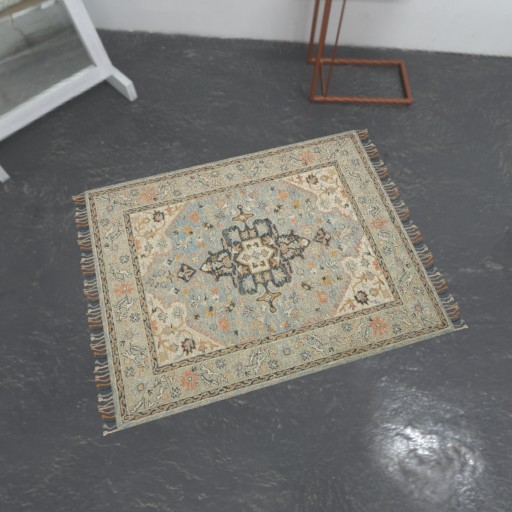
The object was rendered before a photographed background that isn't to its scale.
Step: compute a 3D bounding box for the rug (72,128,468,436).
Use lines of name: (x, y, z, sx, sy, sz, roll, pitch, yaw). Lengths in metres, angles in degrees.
rug: (0.000, 0.000, 4.196, 3.221, 0.011, 2.379, -14, 65, -7)
